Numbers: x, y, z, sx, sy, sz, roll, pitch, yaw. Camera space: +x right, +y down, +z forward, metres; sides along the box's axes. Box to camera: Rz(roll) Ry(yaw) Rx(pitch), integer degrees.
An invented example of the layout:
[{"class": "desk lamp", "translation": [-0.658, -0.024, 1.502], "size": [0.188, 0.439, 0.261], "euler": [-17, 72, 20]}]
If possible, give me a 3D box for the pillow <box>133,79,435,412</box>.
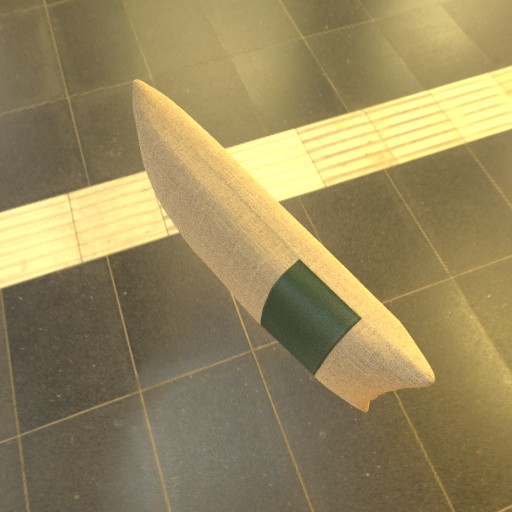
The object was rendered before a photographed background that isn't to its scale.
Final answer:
[{"class": "pillow", "translation": [0.000, 0.000, 1.028], "size": [0.197, 0.429, 0.859], "euler": [-37, 69, -17]}]
